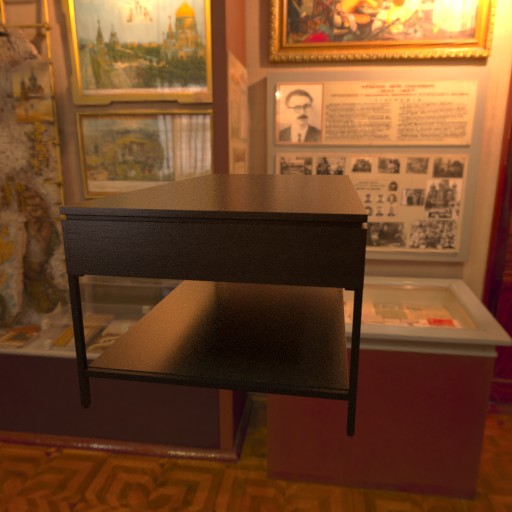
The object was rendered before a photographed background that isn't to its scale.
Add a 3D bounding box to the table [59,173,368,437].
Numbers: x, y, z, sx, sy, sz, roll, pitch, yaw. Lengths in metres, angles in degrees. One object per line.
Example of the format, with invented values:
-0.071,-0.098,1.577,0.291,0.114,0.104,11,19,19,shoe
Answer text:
0.000,0.000,1.374,0.574,0.435,1.095,2,14,9,table
